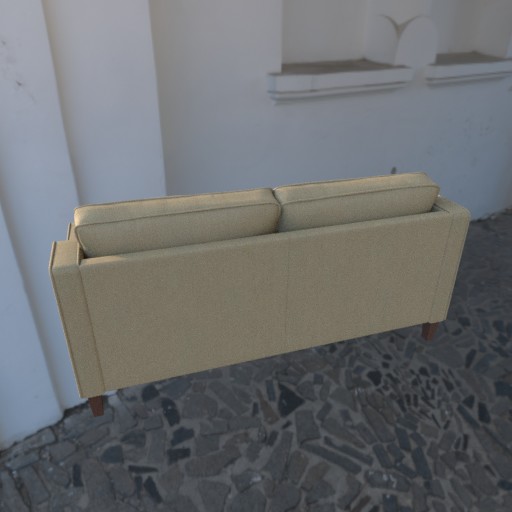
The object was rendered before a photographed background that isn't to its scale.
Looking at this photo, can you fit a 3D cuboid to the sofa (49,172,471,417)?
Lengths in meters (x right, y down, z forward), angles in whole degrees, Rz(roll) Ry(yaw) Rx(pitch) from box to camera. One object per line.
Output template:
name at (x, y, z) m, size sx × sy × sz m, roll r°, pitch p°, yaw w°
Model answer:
sofa at (0.000, 0.000, 2.765) m, size 2.178 × 1.071 × 1.066 m, roll -8°, pitch 28°, yaw -16°
